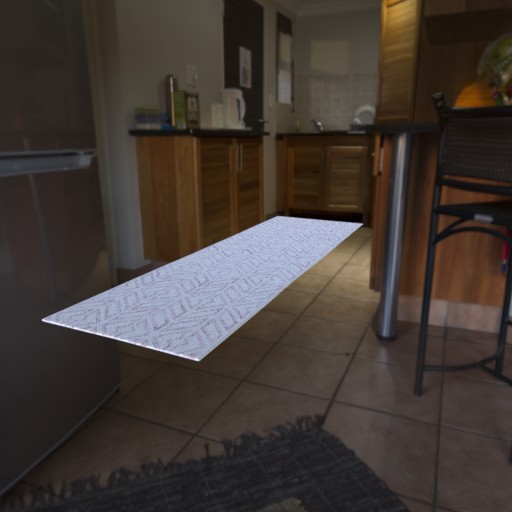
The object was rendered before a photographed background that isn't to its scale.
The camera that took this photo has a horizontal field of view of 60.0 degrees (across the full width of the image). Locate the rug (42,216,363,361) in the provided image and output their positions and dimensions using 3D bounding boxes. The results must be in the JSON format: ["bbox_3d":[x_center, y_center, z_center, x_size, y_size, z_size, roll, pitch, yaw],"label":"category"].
[{"bbox_3d":[0.000,0.000,2.684,0.750,0.009,2.435,8,18,25],"label":"rug"}]
